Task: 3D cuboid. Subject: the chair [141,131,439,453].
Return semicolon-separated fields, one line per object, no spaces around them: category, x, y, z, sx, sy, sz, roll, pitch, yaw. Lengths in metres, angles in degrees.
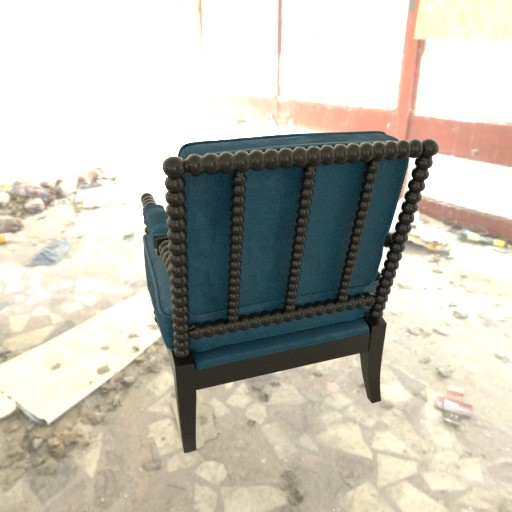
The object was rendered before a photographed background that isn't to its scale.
chair;0.000;0.000;1.441;0.688;0.857;0.805;-8;26;-17
